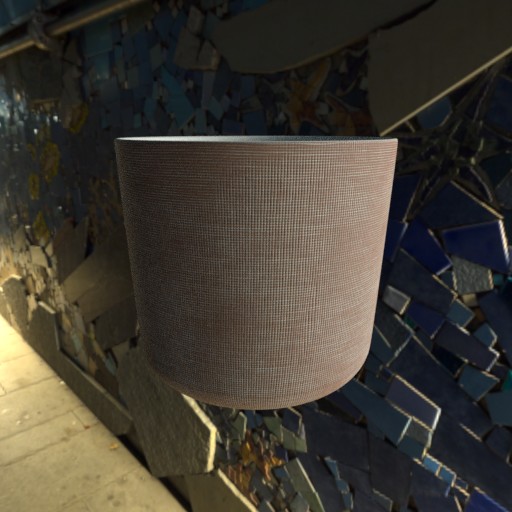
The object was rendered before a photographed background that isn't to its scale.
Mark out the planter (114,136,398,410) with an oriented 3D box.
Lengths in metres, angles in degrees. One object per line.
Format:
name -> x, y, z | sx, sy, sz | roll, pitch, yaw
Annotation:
planter -> 0.000, 0.000, 0.773 | 0.440, 0.398, 0.440 | 0, 16, 0
